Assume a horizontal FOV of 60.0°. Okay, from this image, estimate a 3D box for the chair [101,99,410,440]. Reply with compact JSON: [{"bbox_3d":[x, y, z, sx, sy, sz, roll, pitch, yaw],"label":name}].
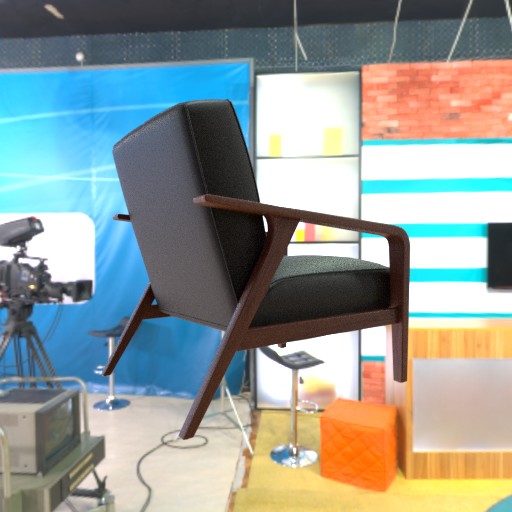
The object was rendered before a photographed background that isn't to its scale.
[{"bbox_3d":[0.000,0.000,1.571,0.889,0.861,0.719,0,1,-35],"label":"chair"}]
